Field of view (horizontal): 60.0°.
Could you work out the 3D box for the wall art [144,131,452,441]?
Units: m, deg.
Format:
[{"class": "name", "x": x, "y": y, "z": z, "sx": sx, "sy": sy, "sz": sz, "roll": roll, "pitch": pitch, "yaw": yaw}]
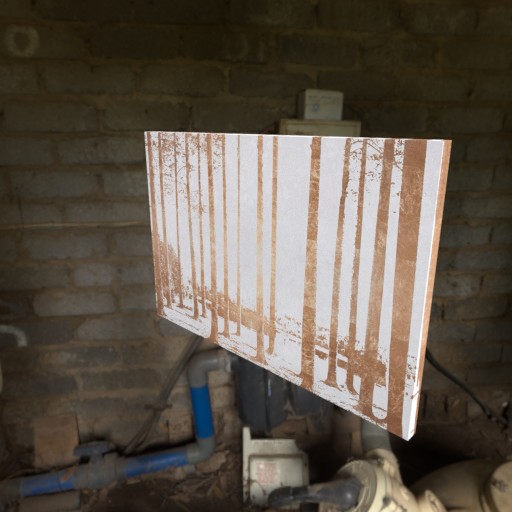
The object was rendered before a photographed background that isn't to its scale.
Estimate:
[{"class": "wall art", "x": 0.000, "y": 0.000, "z": 1.153, "sx": 0.914, "sy": 0.609, "sz": 0.035, "roll": 16, "pitch": 23, "yaw": 42}]
